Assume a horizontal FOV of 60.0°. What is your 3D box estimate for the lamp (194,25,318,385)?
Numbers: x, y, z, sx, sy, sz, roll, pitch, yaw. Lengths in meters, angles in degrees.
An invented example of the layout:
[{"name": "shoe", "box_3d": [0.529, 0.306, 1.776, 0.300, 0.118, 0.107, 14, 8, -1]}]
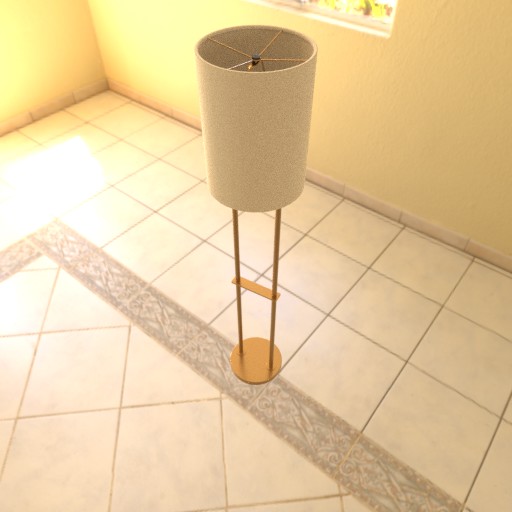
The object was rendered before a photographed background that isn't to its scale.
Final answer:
[{"name": "lamp", "box_3d": [0.000, 0.000, 1.640, 0.306, 1.500, 0.305, 22, 50, 20]}]
